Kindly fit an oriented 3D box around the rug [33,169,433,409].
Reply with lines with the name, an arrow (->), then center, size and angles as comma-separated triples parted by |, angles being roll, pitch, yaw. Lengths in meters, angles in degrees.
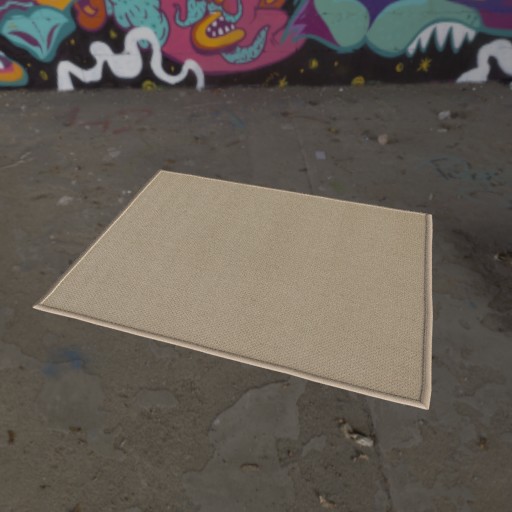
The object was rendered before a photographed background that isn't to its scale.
rug -> 0.000, 0.000, 2.723 | 2.081, 0.020, 1.525 | 11, 43, 13
